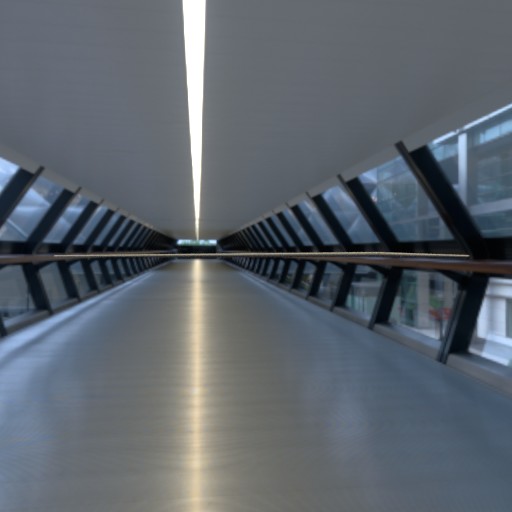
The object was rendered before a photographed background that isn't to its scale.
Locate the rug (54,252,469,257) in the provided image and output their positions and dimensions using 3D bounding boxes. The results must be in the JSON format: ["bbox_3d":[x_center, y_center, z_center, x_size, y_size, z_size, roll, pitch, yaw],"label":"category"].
[{"bbox_3d":[0.000,0.000,2.342,1.828,0.007,1.220,0,-1,37],"label":"rug"}]
